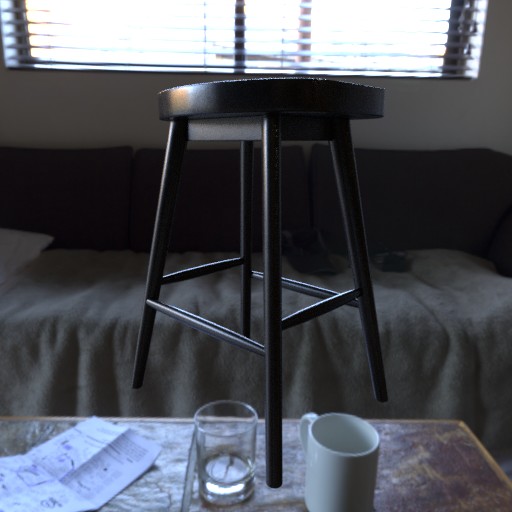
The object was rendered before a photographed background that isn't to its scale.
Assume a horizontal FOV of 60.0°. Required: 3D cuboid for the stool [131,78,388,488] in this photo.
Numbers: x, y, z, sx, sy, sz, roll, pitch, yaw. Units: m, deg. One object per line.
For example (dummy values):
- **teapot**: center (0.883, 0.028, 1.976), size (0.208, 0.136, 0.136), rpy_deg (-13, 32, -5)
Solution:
- **stool**: center (0.000, 0.000, 0.884), size (0.440, 0.615, 0.361), rpy_deg (14, 20, 43)
